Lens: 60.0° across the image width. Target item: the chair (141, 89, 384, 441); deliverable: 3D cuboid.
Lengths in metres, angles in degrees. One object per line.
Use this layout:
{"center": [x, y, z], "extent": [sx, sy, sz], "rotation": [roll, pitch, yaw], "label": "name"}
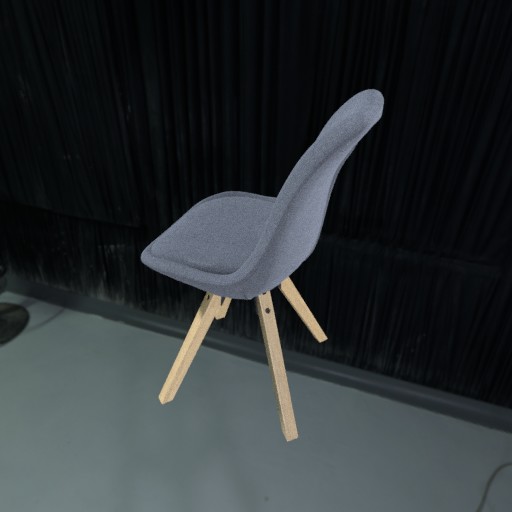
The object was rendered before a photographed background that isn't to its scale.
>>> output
{"center": [0.000, 0.000, 1.202], "extent": [0.550, 0.850, 0.485], "rotation": [10, 33, 16], "label": "chair"}
